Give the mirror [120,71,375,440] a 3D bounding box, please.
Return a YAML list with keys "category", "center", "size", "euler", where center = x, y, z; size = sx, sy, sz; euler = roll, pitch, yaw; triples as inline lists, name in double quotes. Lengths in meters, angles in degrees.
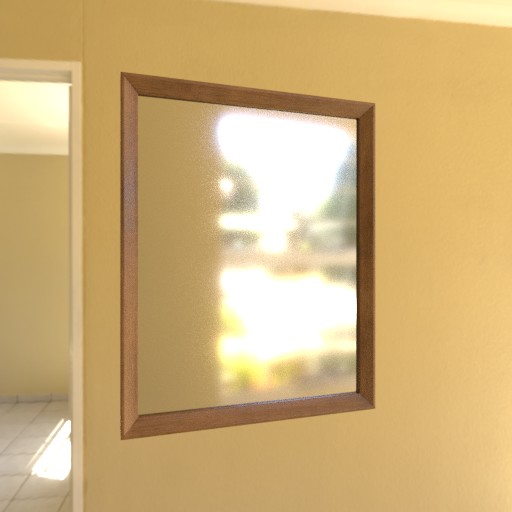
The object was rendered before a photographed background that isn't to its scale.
- category: "mirror"
  center: [0.000, 0.000, 0.693]
  size: [0.406, 0.509, 0.041]
  euler: [0, 0, -18]
